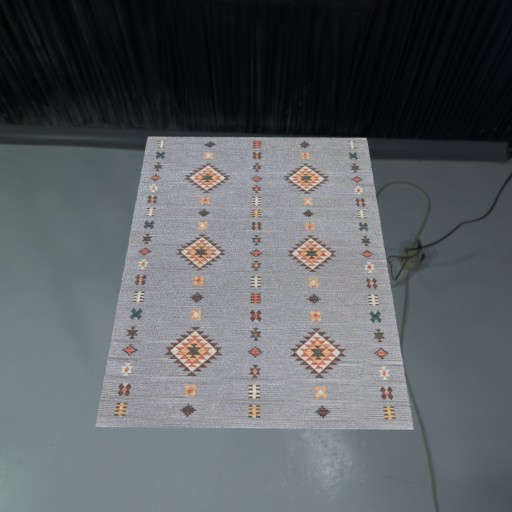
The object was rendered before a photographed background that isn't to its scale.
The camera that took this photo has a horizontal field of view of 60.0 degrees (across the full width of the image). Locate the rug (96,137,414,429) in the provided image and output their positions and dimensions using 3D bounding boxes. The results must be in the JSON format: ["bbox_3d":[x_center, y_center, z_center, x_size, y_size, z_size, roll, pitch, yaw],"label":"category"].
[{"bbox_3d":[0.000,0.000,4.139,2.425,0.008,3.035,0,60,0],"label":"rug"}]
